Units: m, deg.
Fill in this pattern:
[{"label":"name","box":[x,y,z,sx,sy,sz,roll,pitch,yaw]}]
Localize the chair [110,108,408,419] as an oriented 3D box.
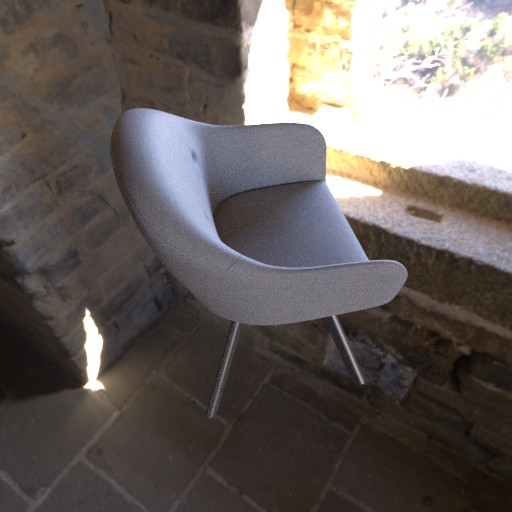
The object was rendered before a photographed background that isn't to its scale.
[{"label":"chair","box":[0.000,0.000,1.152,0.570,0.780,0.540,-10,48,-9]}]
